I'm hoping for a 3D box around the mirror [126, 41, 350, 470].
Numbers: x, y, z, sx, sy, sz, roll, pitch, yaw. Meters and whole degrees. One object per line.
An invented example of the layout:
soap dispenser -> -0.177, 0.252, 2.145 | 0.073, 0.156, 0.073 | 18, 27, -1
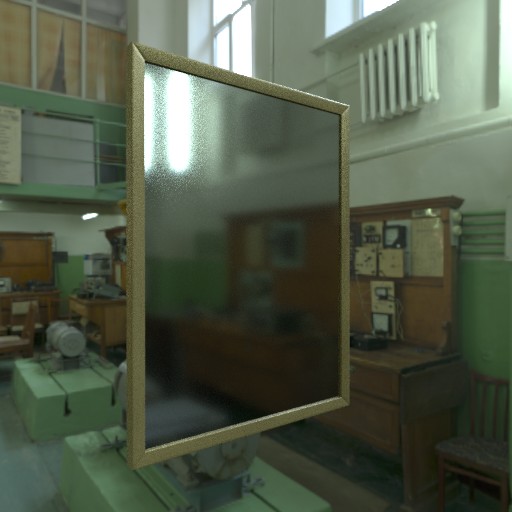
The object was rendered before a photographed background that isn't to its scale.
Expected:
mirror -> 0.000, 0.000, 1.292 | 0.762, 1.016, 0.040 | 0, 0, -37
